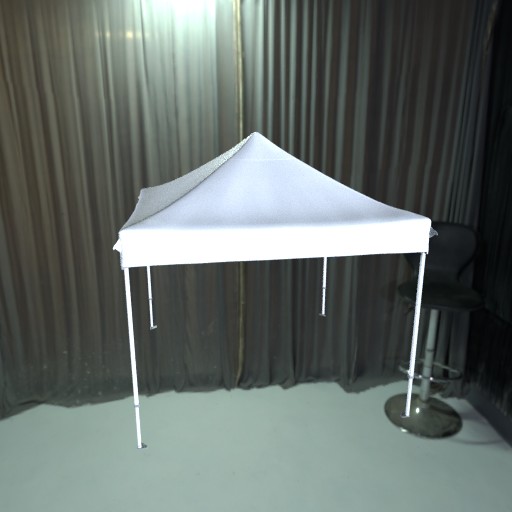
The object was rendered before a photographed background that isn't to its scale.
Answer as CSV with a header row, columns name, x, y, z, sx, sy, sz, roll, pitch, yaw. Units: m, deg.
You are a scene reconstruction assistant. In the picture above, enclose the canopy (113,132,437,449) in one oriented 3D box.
name,x,y,z,sx,sy,sz,roll,pitch,yaw
canopy,0.000,0.000,5.560,2.996,2.998,2.994,-3,16,-10
